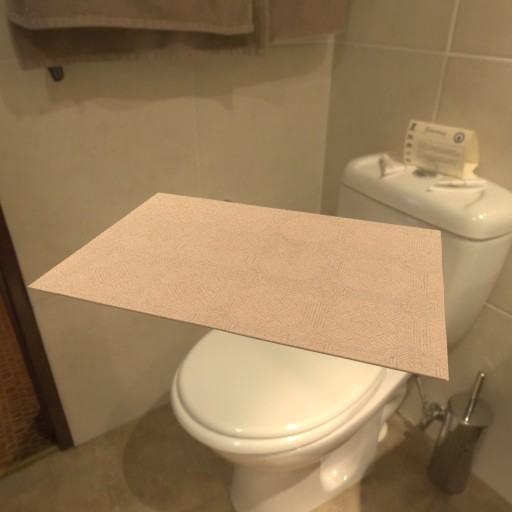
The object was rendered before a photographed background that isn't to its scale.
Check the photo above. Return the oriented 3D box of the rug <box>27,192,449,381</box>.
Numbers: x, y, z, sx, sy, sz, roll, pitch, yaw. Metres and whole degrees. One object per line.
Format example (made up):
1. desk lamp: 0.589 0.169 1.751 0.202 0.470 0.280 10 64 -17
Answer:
1. rug: 0.000 0.000 2.311 1.839 0.009 1.236 10 31 16
